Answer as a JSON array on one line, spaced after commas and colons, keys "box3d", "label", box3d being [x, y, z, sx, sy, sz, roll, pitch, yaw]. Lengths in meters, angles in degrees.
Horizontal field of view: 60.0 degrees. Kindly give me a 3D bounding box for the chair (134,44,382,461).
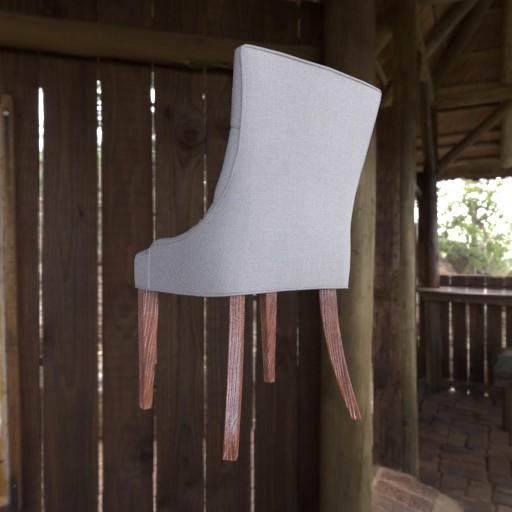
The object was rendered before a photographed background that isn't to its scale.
[{"box3d": [0.000, 0.000, 1.221, 0.509, 0.874, 0.565, 0, 0, -36], "label": "chair"}]
